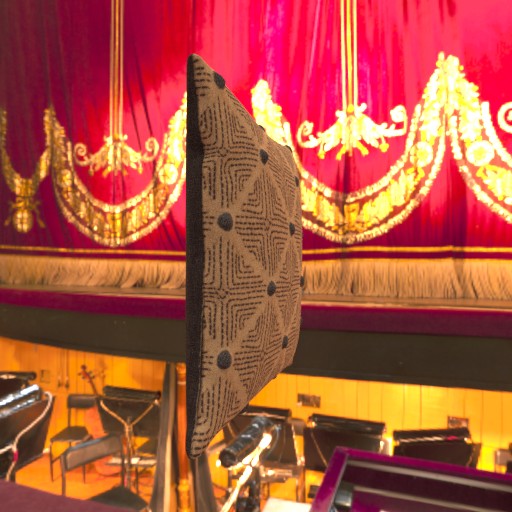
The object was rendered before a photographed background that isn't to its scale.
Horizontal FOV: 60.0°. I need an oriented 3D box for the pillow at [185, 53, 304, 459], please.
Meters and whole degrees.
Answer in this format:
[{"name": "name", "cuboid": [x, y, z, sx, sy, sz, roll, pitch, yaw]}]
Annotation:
[{"name": "pillow", "cuboid": [0.000, 0.000, 0.792, 0.145, 0.510, 0.510, 0, 0, 18]}]
